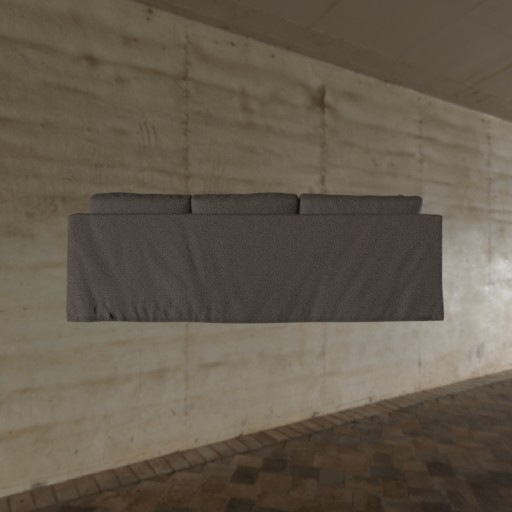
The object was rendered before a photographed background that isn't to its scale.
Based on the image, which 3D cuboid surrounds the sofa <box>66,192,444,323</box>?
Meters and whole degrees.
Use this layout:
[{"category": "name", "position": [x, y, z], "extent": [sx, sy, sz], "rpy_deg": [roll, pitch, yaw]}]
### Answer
[{"category": "sofa", "position": [0.000, 0.000, 4.558], "extent": [2.476, 0.878, 3.528], "rpy_deg": [0, 0, 0]}]
